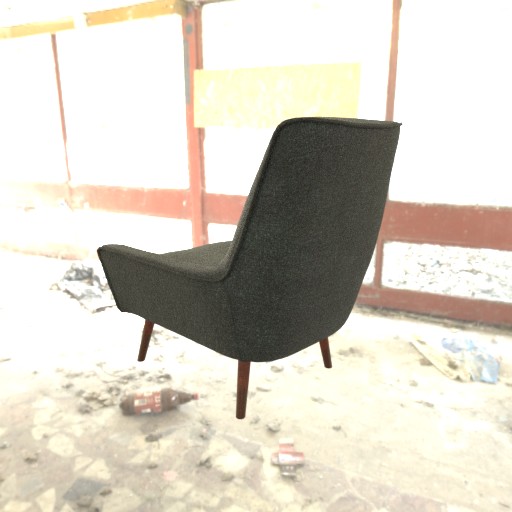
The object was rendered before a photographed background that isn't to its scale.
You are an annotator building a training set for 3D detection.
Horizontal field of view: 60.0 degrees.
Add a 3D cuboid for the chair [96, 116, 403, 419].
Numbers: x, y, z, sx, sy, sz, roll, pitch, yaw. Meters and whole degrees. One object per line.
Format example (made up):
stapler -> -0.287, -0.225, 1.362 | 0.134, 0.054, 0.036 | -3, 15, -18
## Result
chair -> 0.000, 0.000, 1.517 | 0.763, 0.883, 0.859 | -14, 20, -42
